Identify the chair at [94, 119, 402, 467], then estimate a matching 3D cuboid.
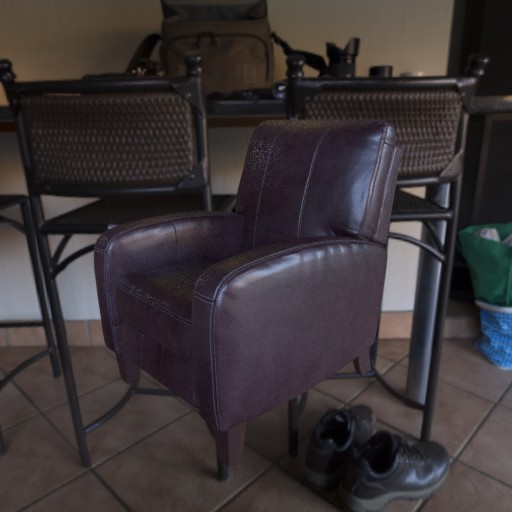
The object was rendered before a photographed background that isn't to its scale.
[{"bbox_3d":[0.000,0.000,1.683,0.990,0.990,0.762,-16,23,-42],"label":"chair"}]
